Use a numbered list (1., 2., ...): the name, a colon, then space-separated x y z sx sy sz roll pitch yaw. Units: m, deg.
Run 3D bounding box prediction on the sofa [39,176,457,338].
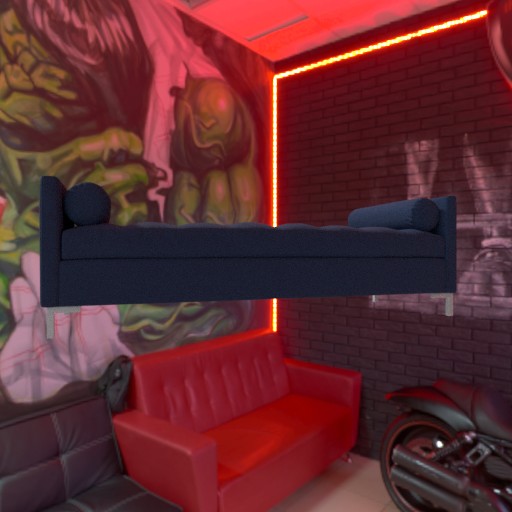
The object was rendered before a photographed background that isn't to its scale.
1. sofa: 0.000 0.000 2.458 2.102 0.657 0.797 0 1 -18
